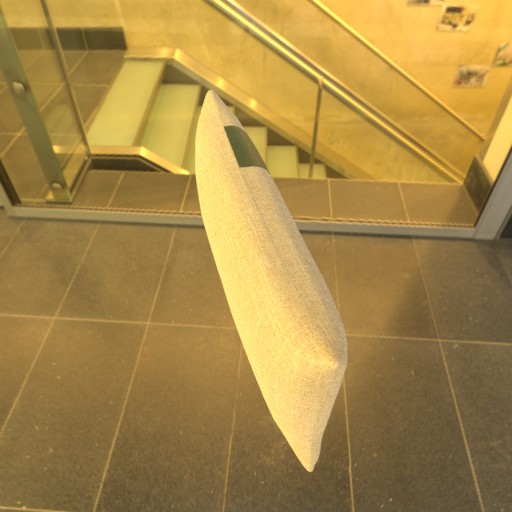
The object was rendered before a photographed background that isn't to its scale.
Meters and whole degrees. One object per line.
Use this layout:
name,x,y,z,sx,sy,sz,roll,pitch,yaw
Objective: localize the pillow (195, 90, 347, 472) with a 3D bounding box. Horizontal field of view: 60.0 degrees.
pillow,0.000,0.000,1.043,0.197,0.429,0.859,-11,47,-11
